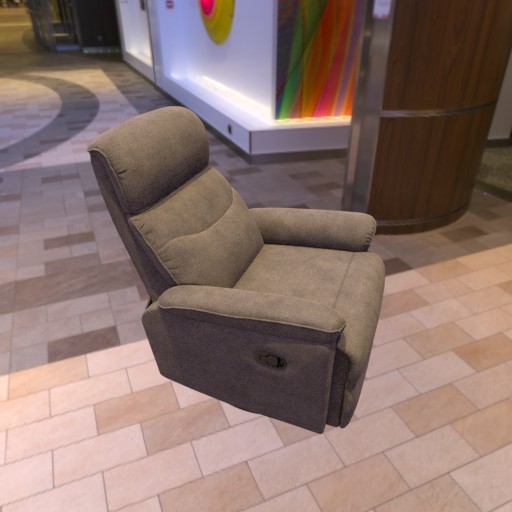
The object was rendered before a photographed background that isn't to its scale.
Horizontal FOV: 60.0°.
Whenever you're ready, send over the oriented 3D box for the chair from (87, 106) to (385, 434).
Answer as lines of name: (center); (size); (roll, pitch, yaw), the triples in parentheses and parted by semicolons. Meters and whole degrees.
chair: (0.000, 0.000, 1.766); (1.009, 1.036, 0.830); (11, 33, 18)
